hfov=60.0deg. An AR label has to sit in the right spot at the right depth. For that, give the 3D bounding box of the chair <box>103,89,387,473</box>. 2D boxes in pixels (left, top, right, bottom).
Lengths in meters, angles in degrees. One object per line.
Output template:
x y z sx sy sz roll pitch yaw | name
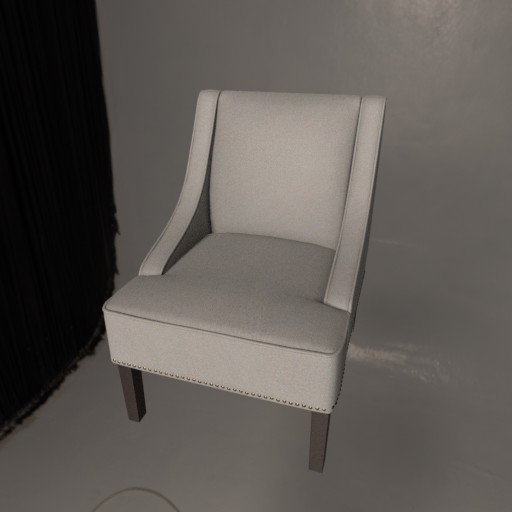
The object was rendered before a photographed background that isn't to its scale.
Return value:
0.000 0.000 1.346 0.631 0.867 0.747 8 28 16 | chair
